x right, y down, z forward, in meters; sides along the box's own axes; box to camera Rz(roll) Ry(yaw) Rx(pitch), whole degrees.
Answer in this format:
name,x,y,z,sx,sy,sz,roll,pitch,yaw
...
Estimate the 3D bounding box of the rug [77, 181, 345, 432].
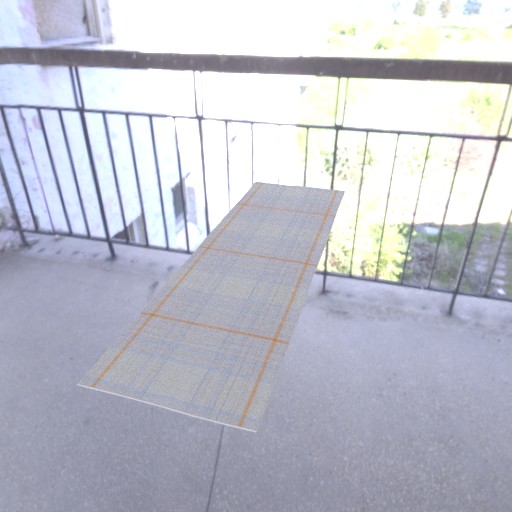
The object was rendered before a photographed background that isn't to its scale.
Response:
name,x,y,z,sx,sy,sz,roll,pitch,yaw
rug,0.000,0.000,2.716,0.770,0.016,2.442,9,31,15
